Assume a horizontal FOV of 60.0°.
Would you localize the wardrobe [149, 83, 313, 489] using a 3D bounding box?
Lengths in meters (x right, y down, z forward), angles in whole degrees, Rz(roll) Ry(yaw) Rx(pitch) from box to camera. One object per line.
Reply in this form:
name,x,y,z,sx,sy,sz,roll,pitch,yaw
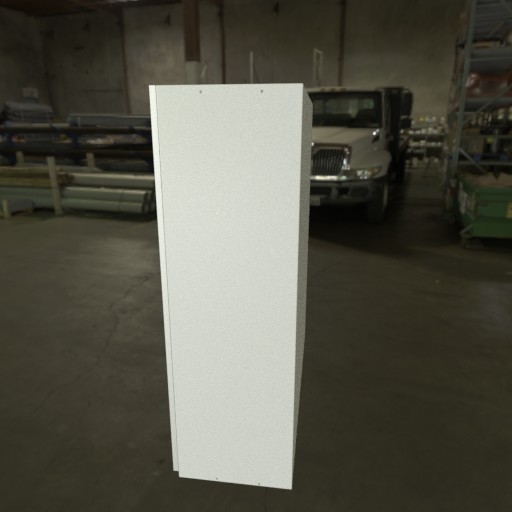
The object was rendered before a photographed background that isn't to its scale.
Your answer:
wardrobe,0.000,0.000,2.891,0.629,1.960,1.780,2,17,8
